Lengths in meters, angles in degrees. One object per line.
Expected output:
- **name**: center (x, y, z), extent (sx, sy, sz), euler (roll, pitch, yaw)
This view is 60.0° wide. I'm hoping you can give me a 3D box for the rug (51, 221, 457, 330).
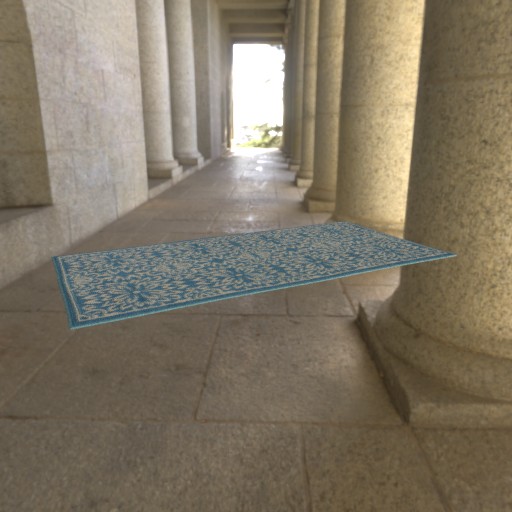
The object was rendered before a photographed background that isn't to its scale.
- **rug**: center (0.000, 0.000, 1.482), extent (1.219, 0.007, 0.604), euler (-8, 19, -26)
